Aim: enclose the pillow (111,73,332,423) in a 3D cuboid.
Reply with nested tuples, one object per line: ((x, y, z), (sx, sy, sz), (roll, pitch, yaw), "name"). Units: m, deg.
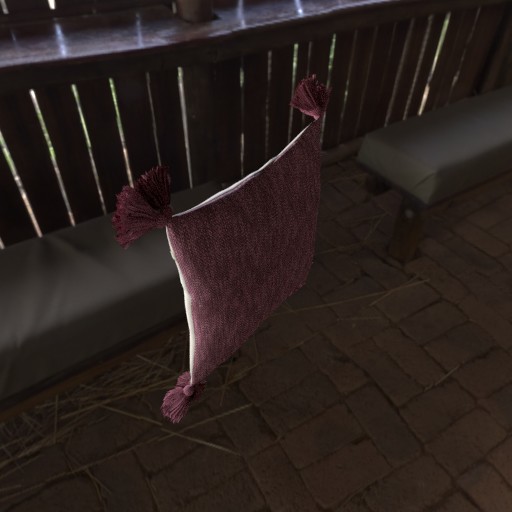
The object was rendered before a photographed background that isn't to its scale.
((0.000, 0.000, 0.995), (0.138, 0.659, 0.641), (27, 49, 27), "pillow")
